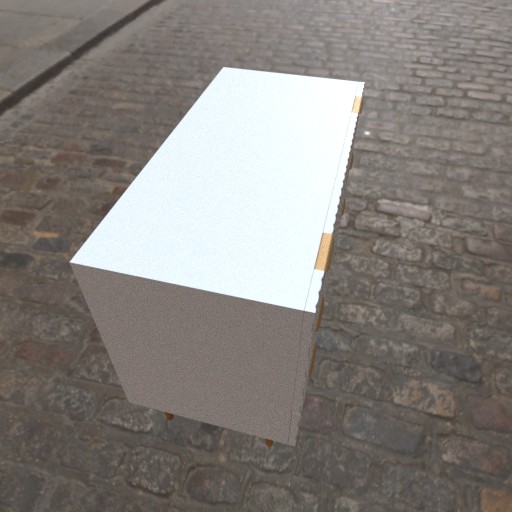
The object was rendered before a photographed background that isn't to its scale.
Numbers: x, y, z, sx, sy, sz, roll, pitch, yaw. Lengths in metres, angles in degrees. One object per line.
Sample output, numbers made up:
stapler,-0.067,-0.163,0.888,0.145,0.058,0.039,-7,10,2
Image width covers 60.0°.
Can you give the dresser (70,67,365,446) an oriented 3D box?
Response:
dresser,0.000,0.000,1.323,0.457,0.721,0.905,11,46,11
